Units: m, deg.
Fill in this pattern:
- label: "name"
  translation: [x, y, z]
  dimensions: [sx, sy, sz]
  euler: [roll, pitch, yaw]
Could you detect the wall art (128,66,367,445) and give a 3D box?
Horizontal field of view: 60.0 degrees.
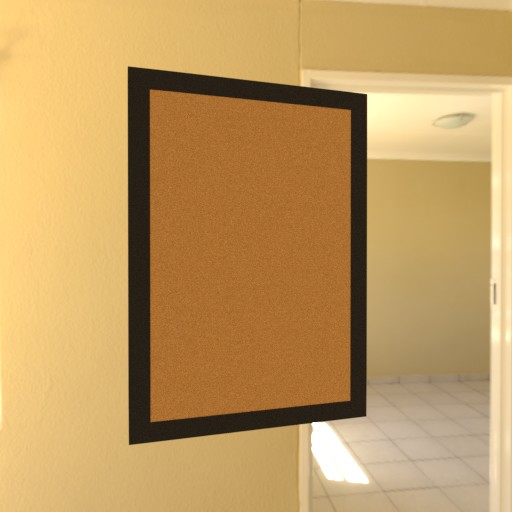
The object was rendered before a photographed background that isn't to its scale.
- label: "wall art"
  translation: [0.000, 0.000, 0.685]
  dimensions: [0.380, 0.534, 0.013]
  euler: [0, 1, -17]
